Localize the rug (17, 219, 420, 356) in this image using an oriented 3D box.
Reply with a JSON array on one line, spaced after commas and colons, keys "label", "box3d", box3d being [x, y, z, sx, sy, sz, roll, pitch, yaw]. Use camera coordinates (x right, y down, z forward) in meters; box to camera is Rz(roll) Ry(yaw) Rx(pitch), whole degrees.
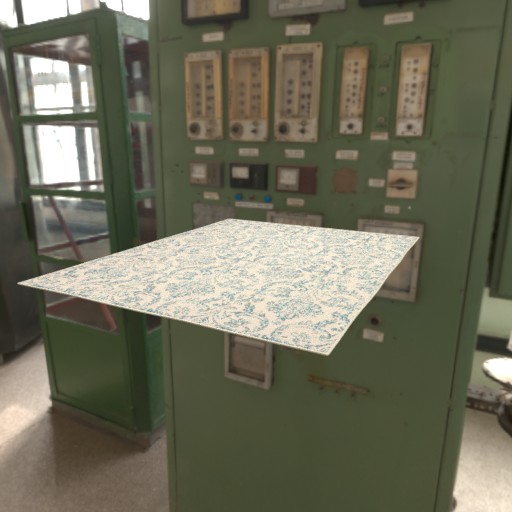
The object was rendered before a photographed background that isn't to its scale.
[{"label": "rug", "box3d": [0.000, 0.000, 3.965, 2.363, 0.012, 2.980, 8, 17, 27]}]
